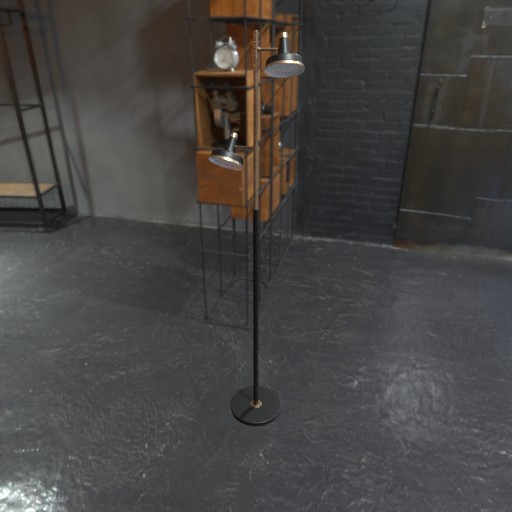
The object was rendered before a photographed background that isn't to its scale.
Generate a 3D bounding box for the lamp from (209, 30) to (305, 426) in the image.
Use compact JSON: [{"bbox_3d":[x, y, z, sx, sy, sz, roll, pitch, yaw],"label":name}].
[{"bbox_3d":[0.000,0.000,1.846,0.351,1.674,0.253,8,27,16],"label":"lamp"}]
